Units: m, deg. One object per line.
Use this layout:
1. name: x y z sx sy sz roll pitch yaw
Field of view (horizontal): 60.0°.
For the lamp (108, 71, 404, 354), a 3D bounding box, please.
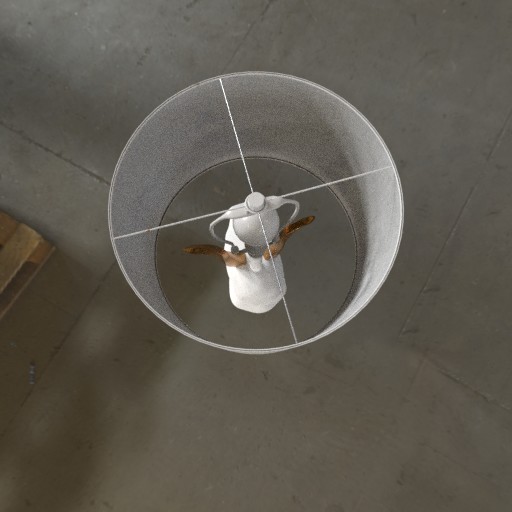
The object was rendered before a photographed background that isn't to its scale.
1. lamp: 0.000 0.000 0.688 0.298 0.503 0.298 -15 77 -3
